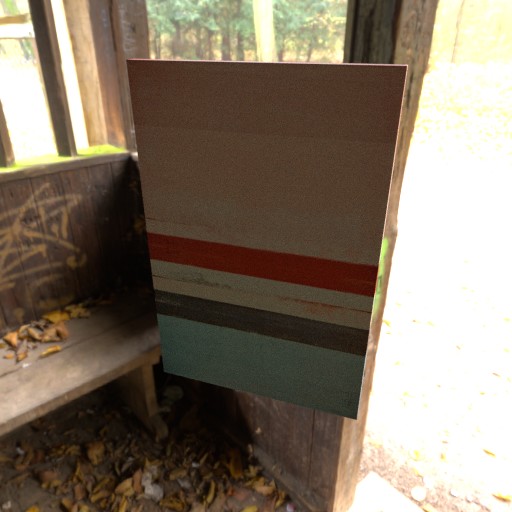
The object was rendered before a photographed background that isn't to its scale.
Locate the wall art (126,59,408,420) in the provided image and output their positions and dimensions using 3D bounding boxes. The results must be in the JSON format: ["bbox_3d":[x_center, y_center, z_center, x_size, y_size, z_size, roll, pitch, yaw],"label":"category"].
[{"bbox_3d":[0.000,0.000,1.138,0.610,0.914,0.038,9,28,17],"label":"wall art"}]
